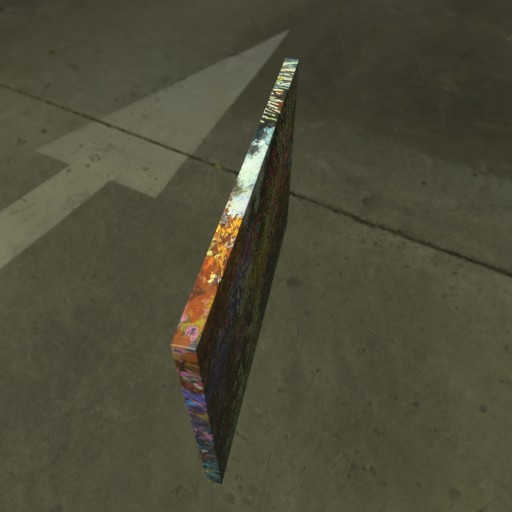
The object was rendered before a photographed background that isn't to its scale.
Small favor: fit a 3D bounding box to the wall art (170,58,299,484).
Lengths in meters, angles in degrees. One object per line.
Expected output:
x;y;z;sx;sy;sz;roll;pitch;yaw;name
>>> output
0.000;0.000;1.117;0.037;0.604;0.908;9;48;8;wall art
